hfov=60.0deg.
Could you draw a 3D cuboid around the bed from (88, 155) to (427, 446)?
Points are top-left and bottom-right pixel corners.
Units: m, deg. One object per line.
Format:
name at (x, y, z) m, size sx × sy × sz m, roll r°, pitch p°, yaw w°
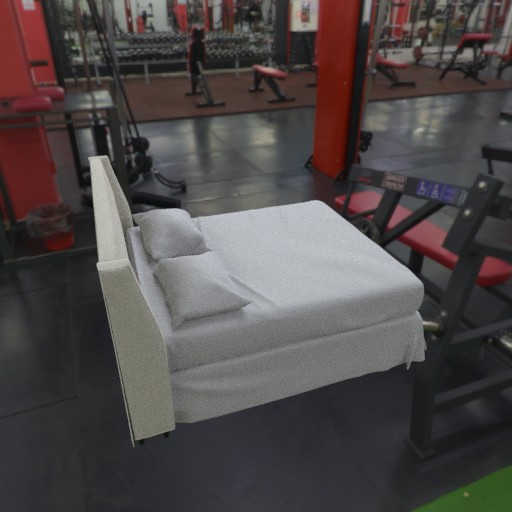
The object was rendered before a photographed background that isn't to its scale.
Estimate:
bed at (0.000, 0.000, 3.509) m, size 2.276 × 1.332 × 1.925 m, roll -10°, pitch 31°, yaw -17°
